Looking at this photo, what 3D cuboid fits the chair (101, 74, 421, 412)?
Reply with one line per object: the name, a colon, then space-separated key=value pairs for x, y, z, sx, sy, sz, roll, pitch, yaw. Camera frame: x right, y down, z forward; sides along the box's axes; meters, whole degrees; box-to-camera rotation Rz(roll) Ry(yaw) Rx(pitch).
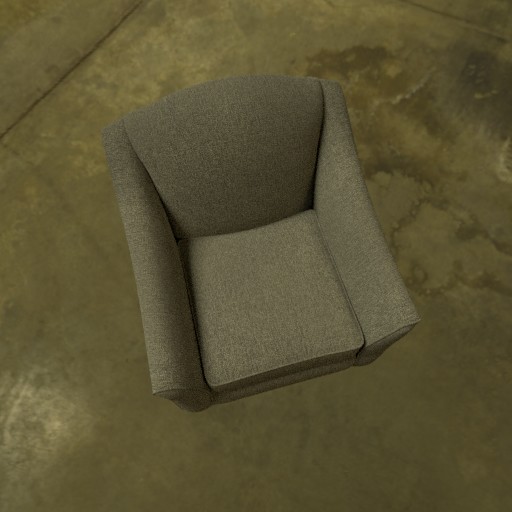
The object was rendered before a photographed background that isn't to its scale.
chair: x=0.000 y=0.000 z=1.459 sx=0.763 sy=0.839 sz=0.787 roll=-14 pitch=65 yaw=-7
